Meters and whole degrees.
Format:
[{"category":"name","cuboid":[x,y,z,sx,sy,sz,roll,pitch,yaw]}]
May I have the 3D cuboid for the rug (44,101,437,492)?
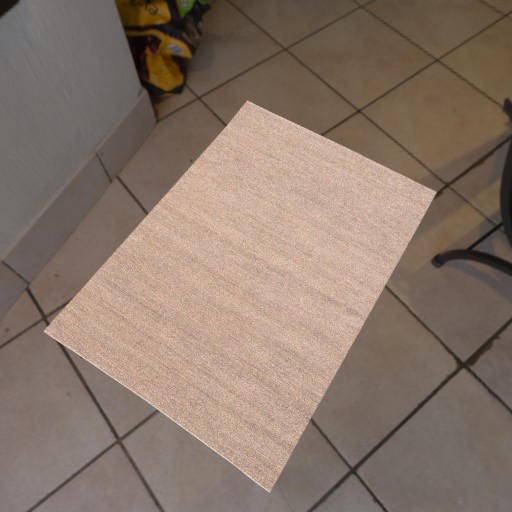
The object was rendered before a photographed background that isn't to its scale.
[{"category":"rug","cuboid":[0.000,0.000,2.926,1.624,0.030,2.264,30,67,14]}]
